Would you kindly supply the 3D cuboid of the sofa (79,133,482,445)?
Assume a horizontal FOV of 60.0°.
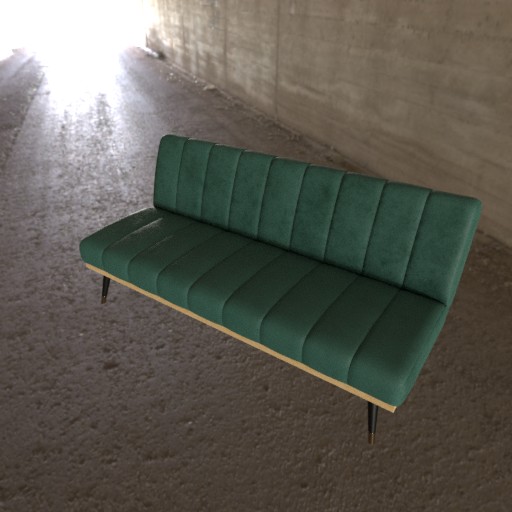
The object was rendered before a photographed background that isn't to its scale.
[{"bbox_3d":[0.000,0.000,2.237,1.810,0.820,0.830,19,36,29],"label":"sofa"}]
